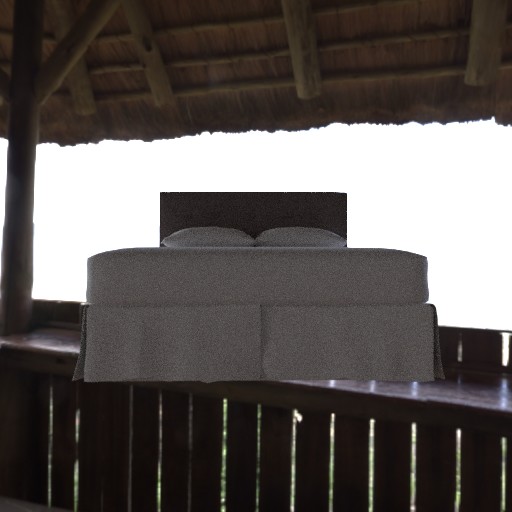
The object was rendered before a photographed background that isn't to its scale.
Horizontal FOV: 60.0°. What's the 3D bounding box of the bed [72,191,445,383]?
[{"bbox_3d":[0.000,0.000,2.820,1.610,1.089,1.894,0,0,-1],"label":"bed"}]
